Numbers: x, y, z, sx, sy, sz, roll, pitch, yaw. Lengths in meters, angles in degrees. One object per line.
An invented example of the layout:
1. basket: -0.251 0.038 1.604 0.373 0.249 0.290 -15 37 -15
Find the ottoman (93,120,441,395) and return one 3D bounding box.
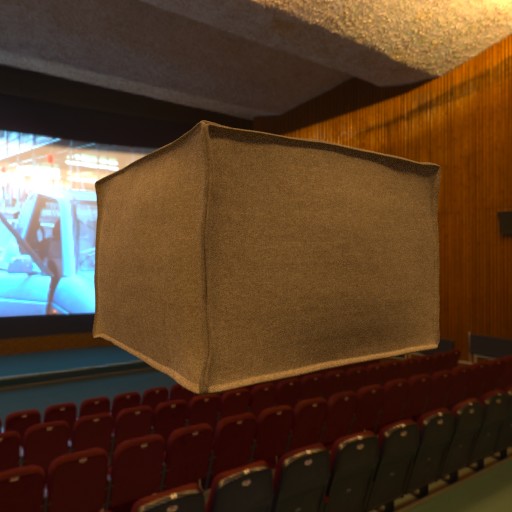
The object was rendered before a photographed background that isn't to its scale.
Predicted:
1. ottoman: 0.000 0.000 1.176 0.707 0.470 0.696 0 0 -35
